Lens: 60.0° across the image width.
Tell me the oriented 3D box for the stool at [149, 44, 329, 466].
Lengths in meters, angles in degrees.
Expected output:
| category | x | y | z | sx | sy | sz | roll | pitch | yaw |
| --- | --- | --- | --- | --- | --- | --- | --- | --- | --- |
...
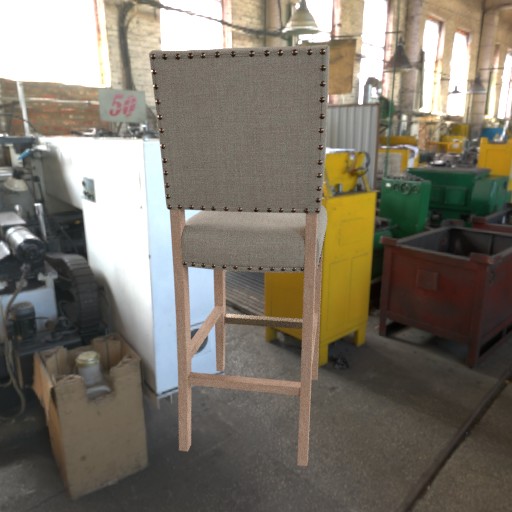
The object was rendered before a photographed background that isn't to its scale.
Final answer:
| category | x | y | z | sx | sy | sz | roll | pitch | yaw |
| --- | --- | --- | --- | --- | --- | --- | --- | --- | --- |
| stool | 0.000 | 0.000 | 1.456 | 0.445 | 1.173 | 0.585 | 3 | 16 | 10 |
